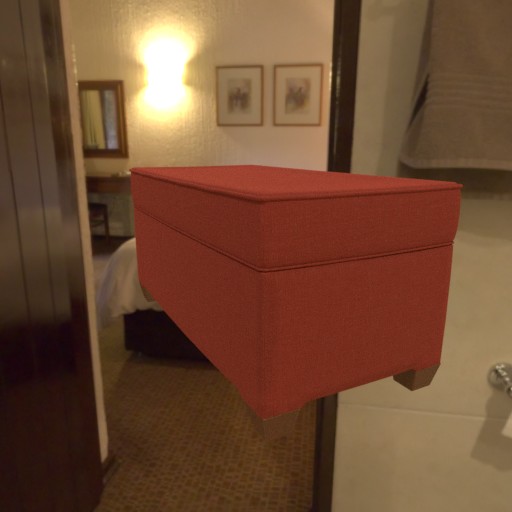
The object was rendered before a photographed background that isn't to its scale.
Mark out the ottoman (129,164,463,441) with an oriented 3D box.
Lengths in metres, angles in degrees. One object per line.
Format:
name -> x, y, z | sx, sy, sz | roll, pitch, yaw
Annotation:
ottoman -> 0.000, 0.000, 1.232 | 0.497, 0.454, 0.948 | -7, 16, -27
